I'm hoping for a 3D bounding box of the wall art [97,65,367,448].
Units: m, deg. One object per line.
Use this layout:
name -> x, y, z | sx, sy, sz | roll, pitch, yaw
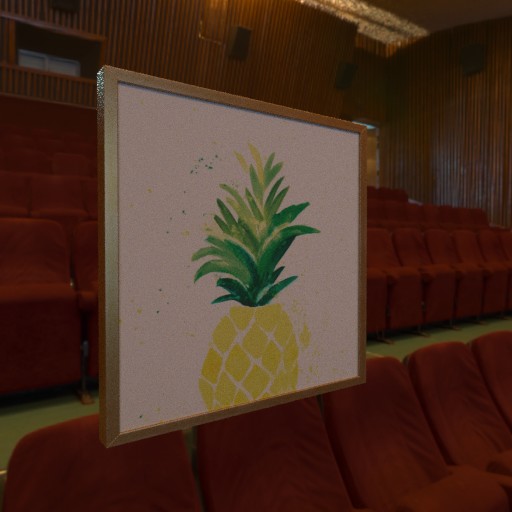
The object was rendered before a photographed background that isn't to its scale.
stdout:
wall art -> 0.000, 0.000, 0.747 | 0.510, 0.509, 0.033 | -1, 1, -35
